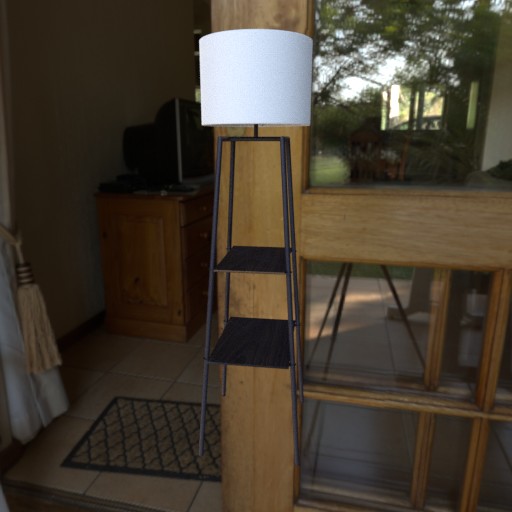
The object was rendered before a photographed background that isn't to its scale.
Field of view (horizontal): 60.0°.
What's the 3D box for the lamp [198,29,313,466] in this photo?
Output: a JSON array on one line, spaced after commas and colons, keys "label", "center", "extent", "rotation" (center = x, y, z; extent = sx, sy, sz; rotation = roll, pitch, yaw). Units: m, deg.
[{"label": "lamp", "center": [0.000, 0.000, 1.666], "extent": [0.384, 1.474, 0.427], "rotation": [2, 15, 8]}]
